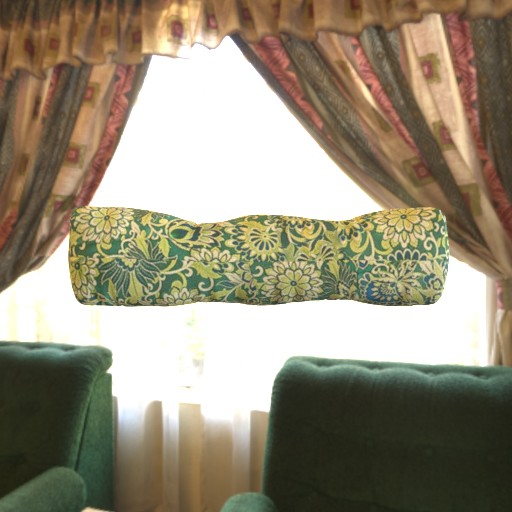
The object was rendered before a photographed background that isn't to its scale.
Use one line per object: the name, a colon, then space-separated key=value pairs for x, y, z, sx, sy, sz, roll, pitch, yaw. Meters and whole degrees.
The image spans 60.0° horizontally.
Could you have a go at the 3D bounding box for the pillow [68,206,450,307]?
pillow: x=0.000 y=0.000 z=0.752 sx=0.468 sy=0.128 sz=0.490 roll=0 pitch=1 yaw=-1
